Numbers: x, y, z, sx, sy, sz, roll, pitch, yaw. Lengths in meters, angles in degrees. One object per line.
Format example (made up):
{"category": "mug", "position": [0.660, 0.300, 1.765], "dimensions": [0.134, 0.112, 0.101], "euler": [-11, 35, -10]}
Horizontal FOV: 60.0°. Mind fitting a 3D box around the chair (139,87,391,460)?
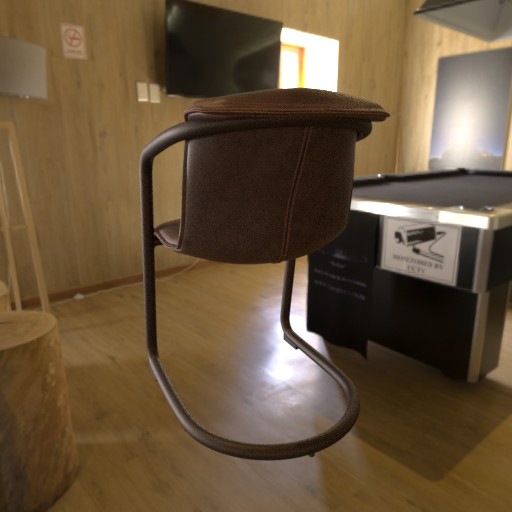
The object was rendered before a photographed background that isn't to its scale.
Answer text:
{"category": "chair", "position": [0.000, 0.000, 1.230], "dimensions": [0.536, 0.836, 0.664], "euler": [-7, 17, -24]}
